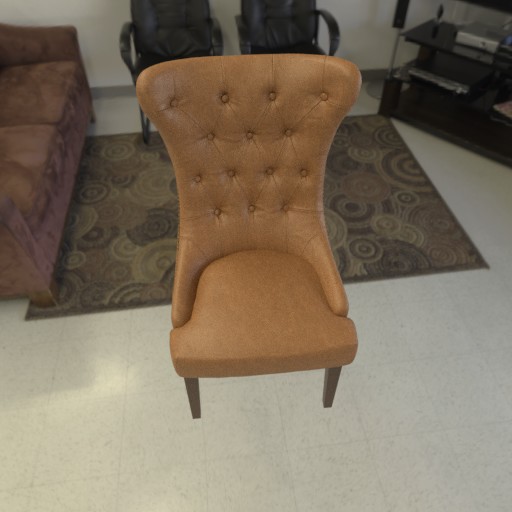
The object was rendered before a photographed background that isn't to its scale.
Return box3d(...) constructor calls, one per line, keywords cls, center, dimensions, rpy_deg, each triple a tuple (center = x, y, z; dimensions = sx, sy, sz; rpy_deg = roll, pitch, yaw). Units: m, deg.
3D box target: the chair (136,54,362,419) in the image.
box3d(cls="chair", center=(0.000, 0.000, 1.435), dimensions=(0.611, 1.065, 0.669), rpy_deg=(-4, 47, -3))
